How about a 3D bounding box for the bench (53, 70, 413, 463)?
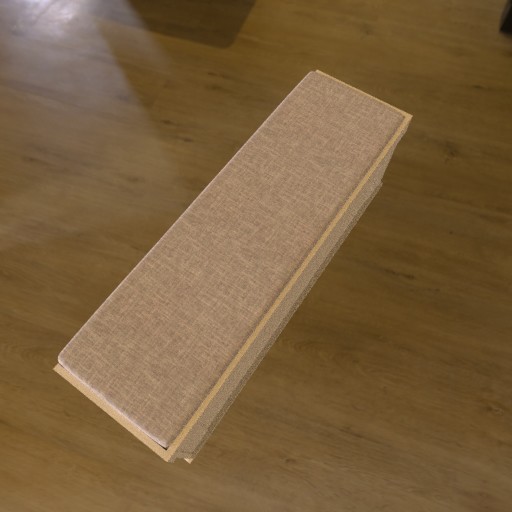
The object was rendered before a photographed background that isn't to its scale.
[{"bbox_3d":[0.000,0.000,1.405,0.363,0.453,1.196,32,69,14],"label":"bench"}]
